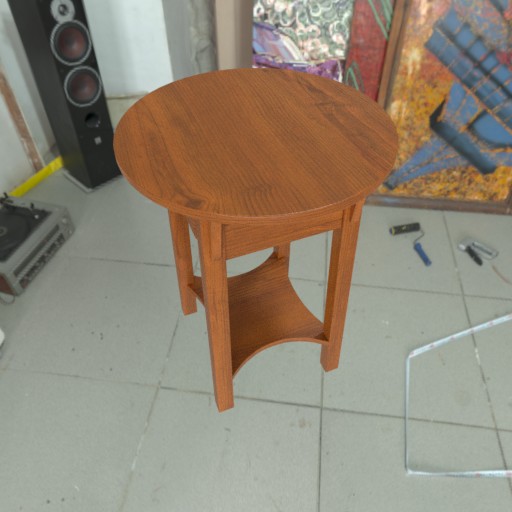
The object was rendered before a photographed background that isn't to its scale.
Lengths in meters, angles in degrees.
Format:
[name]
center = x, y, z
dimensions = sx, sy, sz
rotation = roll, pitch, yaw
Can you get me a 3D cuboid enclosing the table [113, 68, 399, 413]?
[table]
center = 0.000, 0.000, 0.943
dimensions = 0.457, 0.610, 0.457
rotation = 0, 46, 0
